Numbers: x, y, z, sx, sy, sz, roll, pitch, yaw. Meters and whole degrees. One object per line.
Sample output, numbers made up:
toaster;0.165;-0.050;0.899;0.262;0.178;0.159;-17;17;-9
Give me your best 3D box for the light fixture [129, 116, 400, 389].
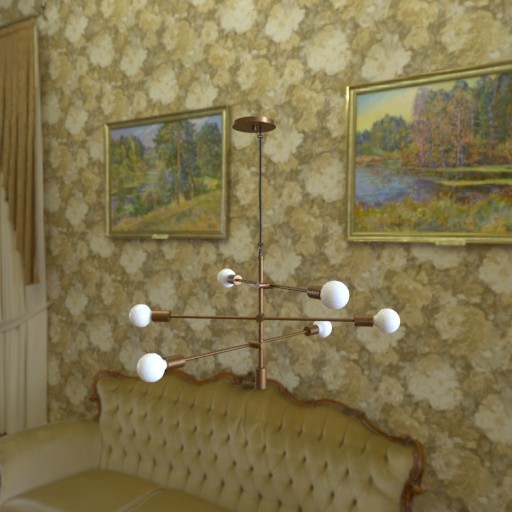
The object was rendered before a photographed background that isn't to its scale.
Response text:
light fixture;0.000;0.000;1.246;0.682;0.744;0.637;0;1;-18
